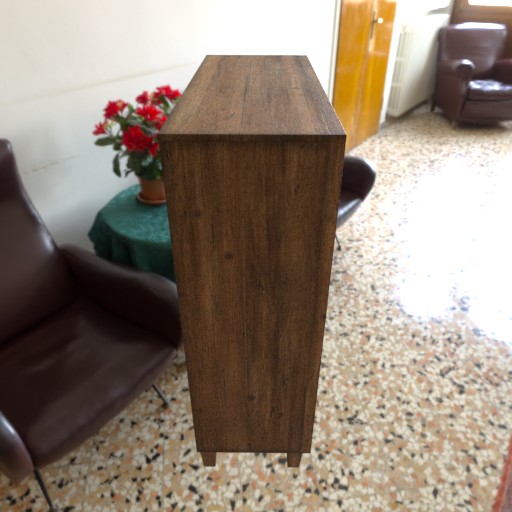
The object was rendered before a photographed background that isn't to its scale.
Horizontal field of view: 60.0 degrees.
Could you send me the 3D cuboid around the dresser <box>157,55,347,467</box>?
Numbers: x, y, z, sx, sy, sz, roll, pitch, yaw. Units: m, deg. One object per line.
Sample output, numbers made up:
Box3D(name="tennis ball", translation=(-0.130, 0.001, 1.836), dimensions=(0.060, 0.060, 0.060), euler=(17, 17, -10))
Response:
Box3D(name="dresser", translation=(0.000, 0.000, 1.825), dimensions=(0.438, 1.359, 1.067), euler=(0, 33, 1))
